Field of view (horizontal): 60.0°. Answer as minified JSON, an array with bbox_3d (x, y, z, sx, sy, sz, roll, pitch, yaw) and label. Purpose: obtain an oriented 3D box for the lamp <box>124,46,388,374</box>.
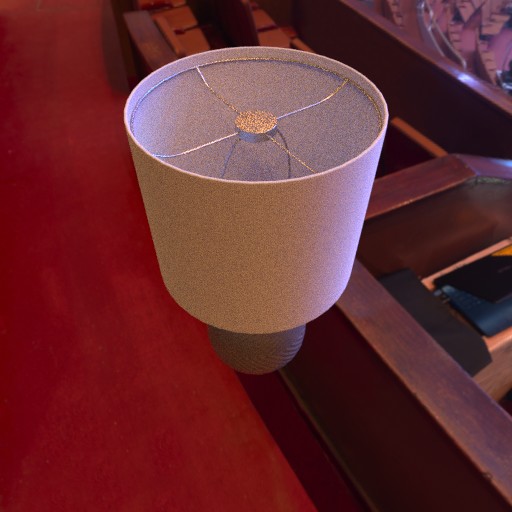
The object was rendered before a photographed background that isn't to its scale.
[{"bbox_3d":[0.000,0.000,0.488,0.207,0.366,0.207,-27,53,-22],"label":"lamp"}]
